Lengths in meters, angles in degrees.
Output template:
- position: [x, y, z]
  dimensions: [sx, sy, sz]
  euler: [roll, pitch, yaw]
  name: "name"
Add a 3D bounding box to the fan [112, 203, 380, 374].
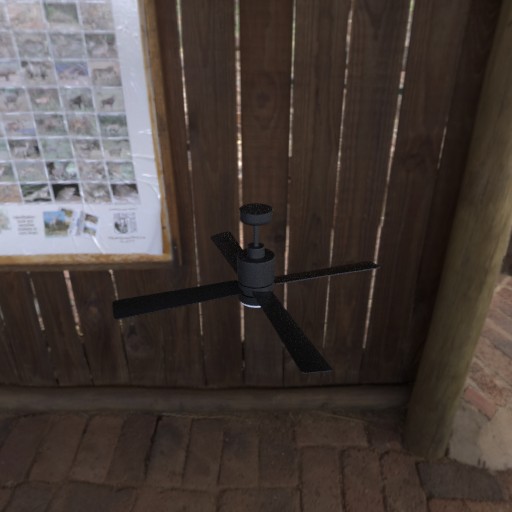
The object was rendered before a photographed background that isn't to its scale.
- position: [0.000, 0.000, 2.374]
  dimensions: [1.525, 0.534, 1.525]
  euler: [-9, 27, -17]
  name: "fan"
